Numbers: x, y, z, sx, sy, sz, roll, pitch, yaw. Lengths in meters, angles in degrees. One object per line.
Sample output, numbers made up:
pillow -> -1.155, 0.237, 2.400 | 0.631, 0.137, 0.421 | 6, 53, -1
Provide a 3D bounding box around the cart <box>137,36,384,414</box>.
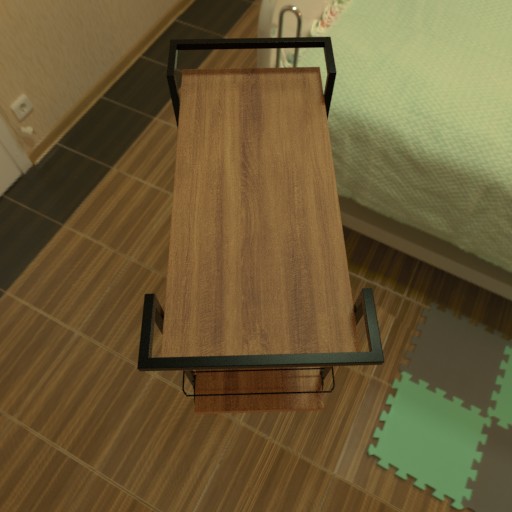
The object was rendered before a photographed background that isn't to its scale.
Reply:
cart -> 0.000, 0.000, 1.233 | 0.406, 0.762, 0.806 | -1, 62, -1
